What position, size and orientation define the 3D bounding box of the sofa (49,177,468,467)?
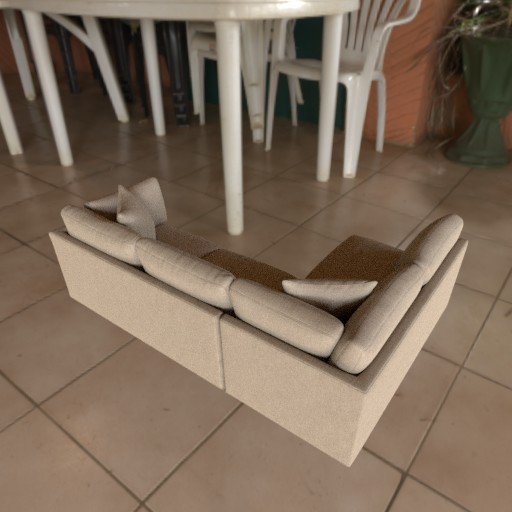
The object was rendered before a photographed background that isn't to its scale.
[{"bbox_3d":[0.000,0.000,3.788,2.896,0.978,1.994,22,38,30],"label":"sofa"}]
